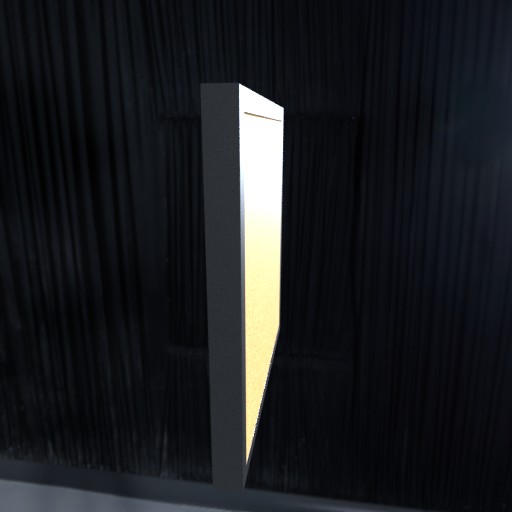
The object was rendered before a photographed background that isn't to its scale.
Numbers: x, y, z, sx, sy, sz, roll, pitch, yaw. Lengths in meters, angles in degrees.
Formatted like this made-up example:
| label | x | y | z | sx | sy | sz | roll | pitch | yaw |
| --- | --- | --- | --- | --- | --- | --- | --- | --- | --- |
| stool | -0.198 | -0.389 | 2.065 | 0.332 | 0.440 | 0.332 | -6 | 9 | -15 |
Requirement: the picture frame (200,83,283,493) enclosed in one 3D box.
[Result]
| label | x | y | z | sx | sy | sz | roll | pitch | yaw |
| --- | --- | --- | --- | --- | --- | --- | --- | --- | --- |
| picture frame | 0.000 | 0.000 | 0.531 | 0.029 | 0.353 | 0.355 | 2 | 16 | 8 |
